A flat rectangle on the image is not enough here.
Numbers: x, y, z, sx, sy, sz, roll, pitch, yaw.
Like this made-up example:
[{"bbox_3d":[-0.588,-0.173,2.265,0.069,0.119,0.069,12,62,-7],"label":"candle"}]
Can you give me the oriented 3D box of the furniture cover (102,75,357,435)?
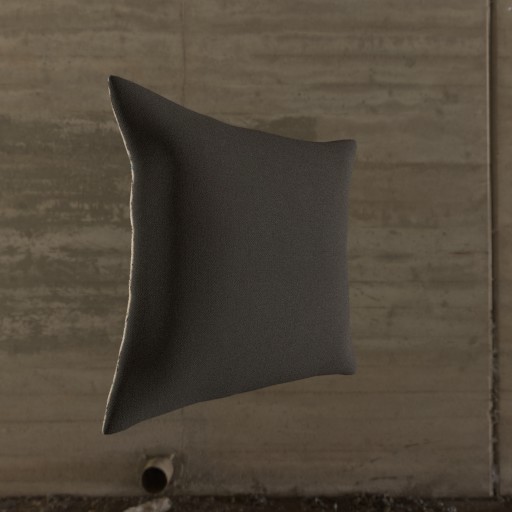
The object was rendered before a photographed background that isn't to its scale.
[{"bbox_3d":[0.000,0.000,0.769,0.525,0.498,0.180,1,-1,-37],"label":"furniture cover"}]
